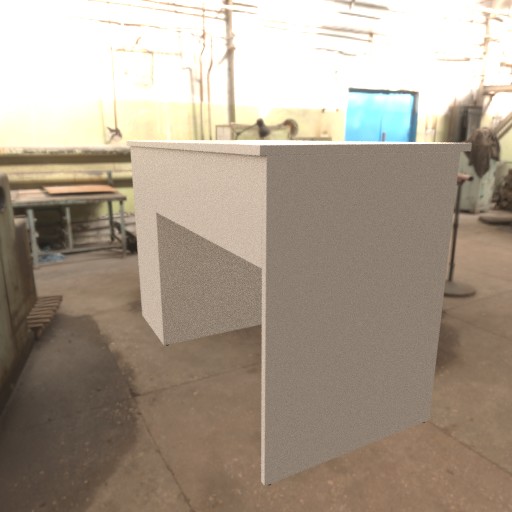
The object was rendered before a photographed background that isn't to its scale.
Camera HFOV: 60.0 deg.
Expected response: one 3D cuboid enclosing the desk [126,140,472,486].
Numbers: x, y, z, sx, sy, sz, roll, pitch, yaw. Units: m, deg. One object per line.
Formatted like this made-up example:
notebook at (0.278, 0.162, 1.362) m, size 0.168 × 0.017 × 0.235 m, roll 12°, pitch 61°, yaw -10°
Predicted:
desk at (0.000, 0.000, 1.470) m, size 0.560 × 0.735 × 1.097 m, roll -8°, pitch 17°, yaw -27°
